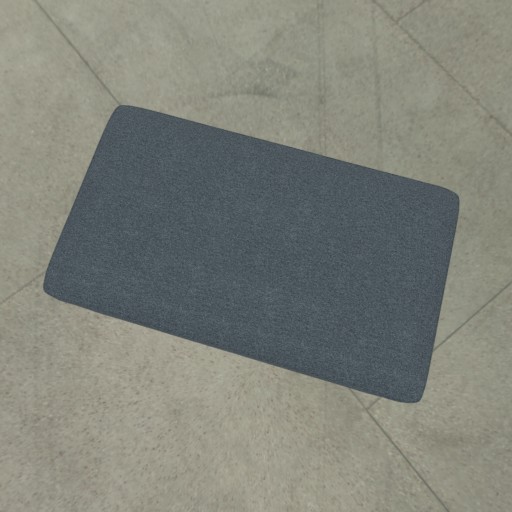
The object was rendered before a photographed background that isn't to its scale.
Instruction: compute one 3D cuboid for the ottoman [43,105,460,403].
[{"bbox_3d":[0.000,0.000,1.550,1.173,0.494,0.681,16,77,4],"label":"ottoman"}]
